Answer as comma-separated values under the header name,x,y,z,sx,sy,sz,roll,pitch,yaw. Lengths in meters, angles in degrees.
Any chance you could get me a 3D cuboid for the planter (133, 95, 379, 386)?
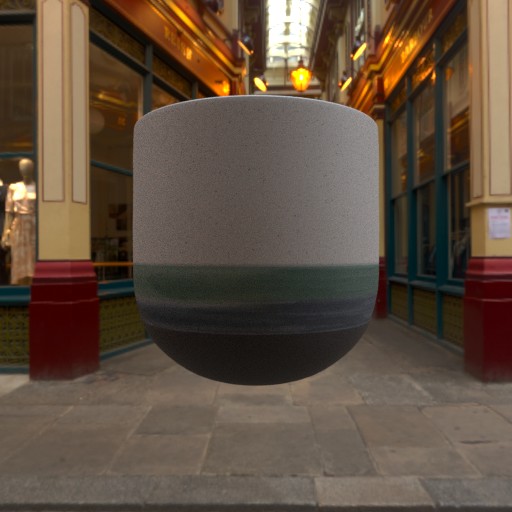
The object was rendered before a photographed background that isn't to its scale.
name,x,y,z,sx,sy,sz,roll,pitch,yaw
planter,0.000,0.000,0.501,0.268,0.270,0.268,0,0,0
